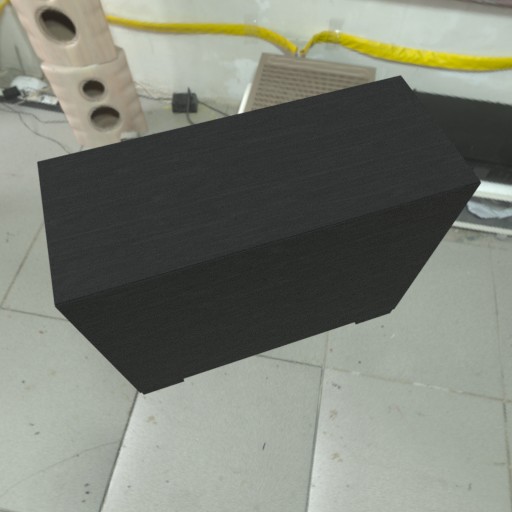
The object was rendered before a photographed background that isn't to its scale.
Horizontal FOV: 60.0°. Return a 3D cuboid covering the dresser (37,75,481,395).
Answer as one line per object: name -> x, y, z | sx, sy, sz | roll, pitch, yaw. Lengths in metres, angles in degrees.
dresser -> 0.000, 0.000, 1.420 | 0.994, 0.816, 0.404 | -16, 61, -9
